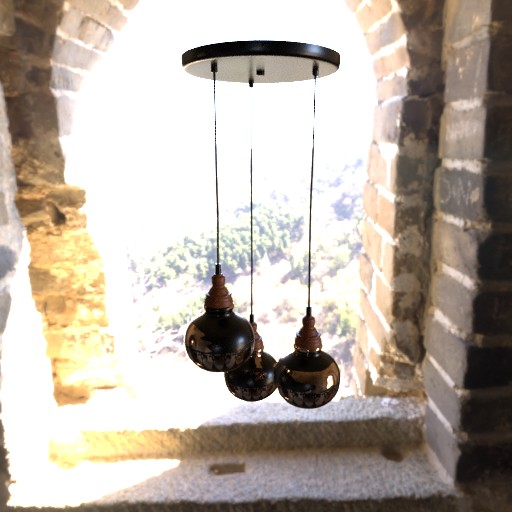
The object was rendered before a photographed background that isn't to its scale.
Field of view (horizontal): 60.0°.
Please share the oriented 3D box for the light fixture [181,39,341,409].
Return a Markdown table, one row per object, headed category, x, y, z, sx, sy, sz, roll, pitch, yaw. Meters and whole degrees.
| category | x | y | z | sx | sy | sz | roll | pitch | yaw |
| --- | --- | --- | --- | --- | --- | --- | --- | --- | --- |
| light fixture | 0.000 | 0.000 | 1.700 | 0.605 | 1.410 | 0.608 | -12 | 18 | -43 |
